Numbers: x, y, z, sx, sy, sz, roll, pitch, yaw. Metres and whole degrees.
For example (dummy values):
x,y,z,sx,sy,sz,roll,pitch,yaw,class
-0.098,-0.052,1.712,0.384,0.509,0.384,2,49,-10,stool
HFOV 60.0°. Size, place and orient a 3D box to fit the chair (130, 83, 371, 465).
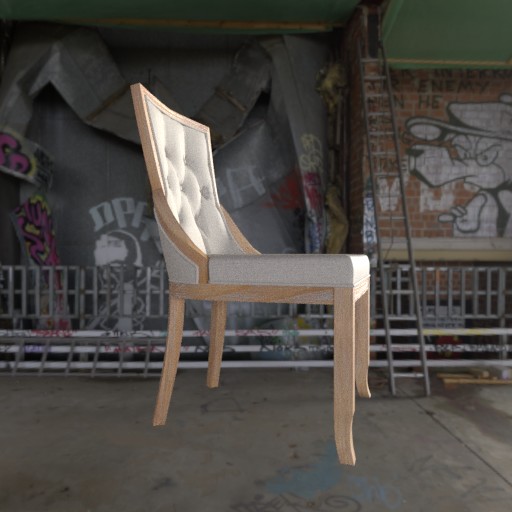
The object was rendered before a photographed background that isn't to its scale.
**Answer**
x,y,z,sx,sy,sz,roll,pitch,yaw,class
0.000,0.000,1.345,0.641,0.947,0.524,0,0,18,chair
